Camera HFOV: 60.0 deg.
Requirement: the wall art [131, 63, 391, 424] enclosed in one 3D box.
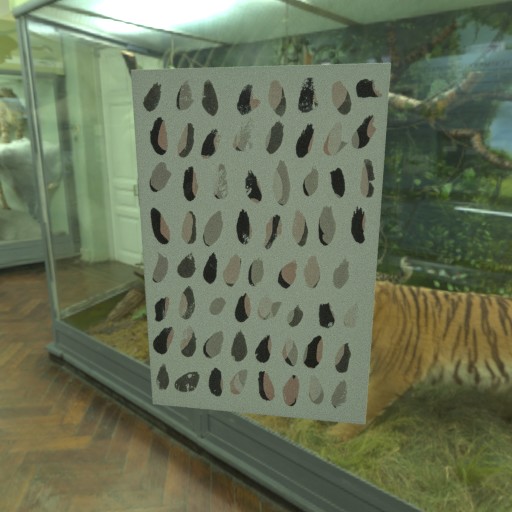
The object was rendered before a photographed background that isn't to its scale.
[{"bbox_3d":[0.000,0.000,0.768,0.405,0.608,0.025,2,15,9],"label":"wall art"}]
